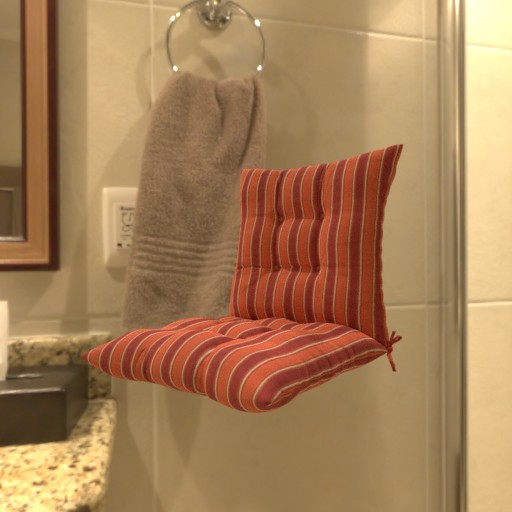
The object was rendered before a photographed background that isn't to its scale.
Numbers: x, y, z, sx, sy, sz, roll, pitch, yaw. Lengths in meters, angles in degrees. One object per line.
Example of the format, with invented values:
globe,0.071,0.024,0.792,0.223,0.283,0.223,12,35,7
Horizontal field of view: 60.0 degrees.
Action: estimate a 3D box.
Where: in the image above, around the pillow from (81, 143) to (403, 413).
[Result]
pillow,0.000,0.000,1.017,0.541,0.536,0.585,0,0,38
